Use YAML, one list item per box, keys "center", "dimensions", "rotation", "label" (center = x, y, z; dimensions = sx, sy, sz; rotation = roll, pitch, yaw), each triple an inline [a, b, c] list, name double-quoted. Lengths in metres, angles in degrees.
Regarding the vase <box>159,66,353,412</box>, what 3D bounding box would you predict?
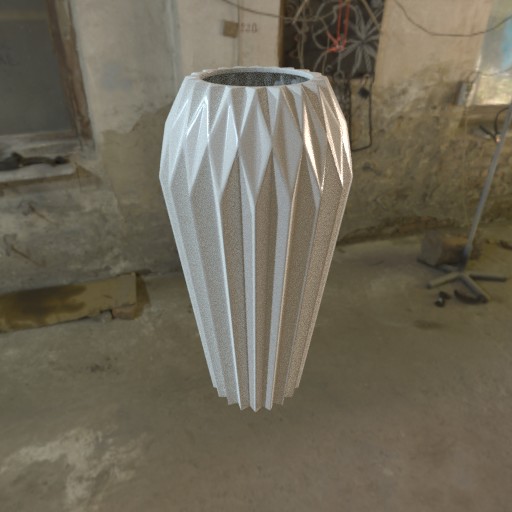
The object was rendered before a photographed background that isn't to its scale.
- center: [0.000, 0.000, 0.345]
  dimensions: [0.133, 0.263, 0.133]
  rotation: [0, 31, 0]
  label: "vase"
